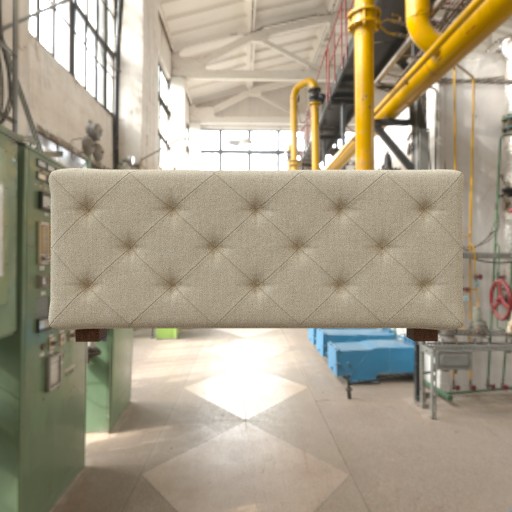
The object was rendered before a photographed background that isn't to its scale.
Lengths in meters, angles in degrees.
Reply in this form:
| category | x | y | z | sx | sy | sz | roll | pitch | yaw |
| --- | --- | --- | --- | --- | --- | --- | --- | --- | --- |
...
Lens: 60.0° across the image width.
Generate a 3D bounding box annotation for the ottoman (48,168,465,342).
| category | x | y | z | sx | sy | sz | roll | pitch | yaw |
| --- | --- | --- | --- | --- | --- | --- | --- | --- | --- |
| ottoman | 0.000 | 0.000 | 1.583 | 1.028 | 0.439 | 1.028 | 0 | 0 | 0 |
